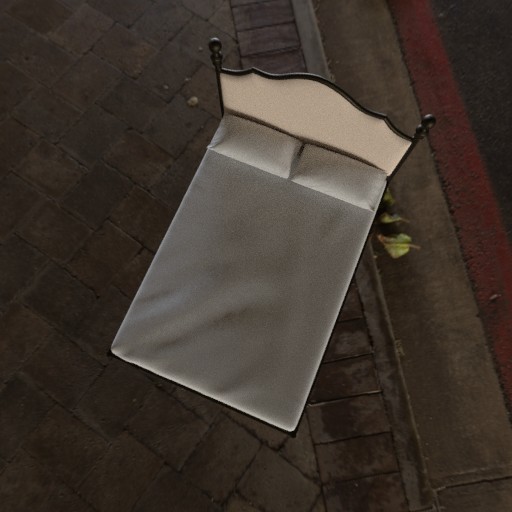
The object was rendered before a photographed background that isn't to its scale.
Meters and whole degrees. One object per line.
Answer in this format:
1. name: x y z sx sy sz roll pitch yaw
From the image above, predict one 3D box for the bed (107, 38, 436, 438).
1. bed: 0.000 0.000 3.229 1.533 1.462 2.170 22 76 6
